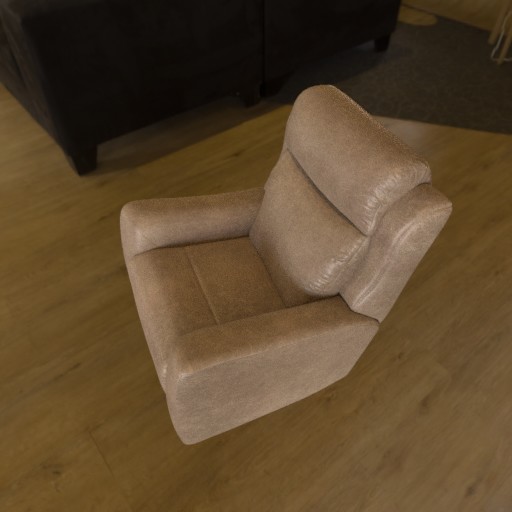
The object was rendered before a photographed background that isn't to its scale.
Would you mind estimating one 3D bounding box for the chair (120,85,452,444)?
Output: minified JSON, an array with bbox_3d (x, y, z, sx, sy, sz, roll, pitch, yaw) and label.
[{"bbox_3d":[0.000,0.000,1.894,1.068,1.116,0.965,-17,49,-15],"label":"chair"}]
